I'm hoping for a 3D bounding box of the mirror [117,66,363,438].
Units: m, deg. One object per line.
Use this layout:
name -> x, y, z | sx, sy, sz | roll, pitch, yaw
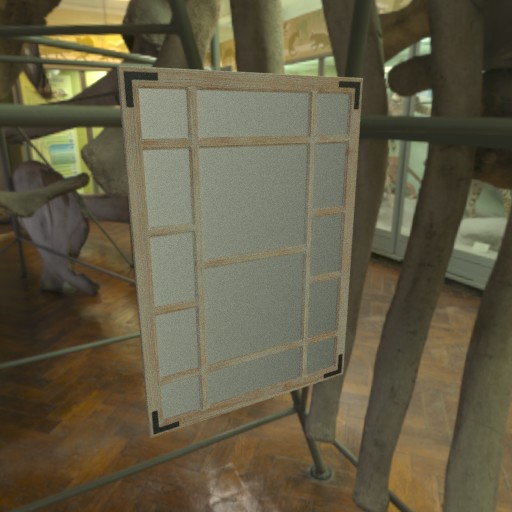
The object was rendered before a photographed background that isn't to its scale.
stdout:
mirror -> 0.000, 0.000, 1.301 | 0.705, 0.996, 0.025 | -9, 20, -27
